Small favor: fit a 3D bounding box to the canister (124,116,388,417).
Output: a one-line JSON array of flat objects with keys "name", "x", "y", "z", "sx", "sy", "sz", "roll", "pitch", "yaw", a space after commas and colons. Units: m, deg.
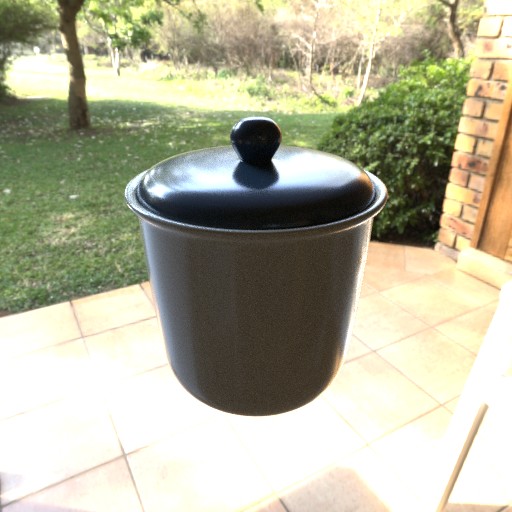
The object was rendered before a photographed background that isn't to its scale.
[{"name": "canister", "x": 0.000, "y": 0.000, "z": 0.342, "sx": 0.182, "sy": 0.208, "sz": 0.182, "roll": 0, "pitch": 27, "yaw": 0}]
